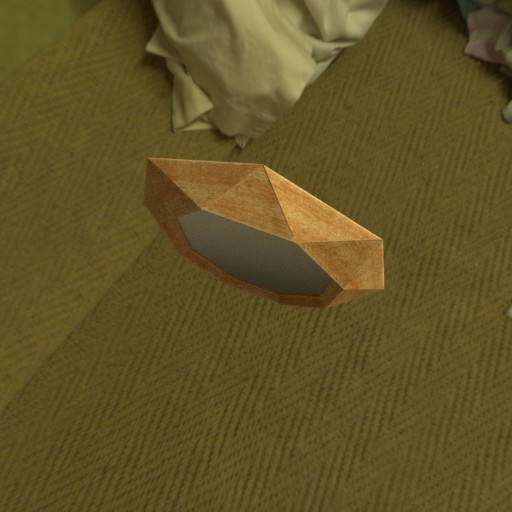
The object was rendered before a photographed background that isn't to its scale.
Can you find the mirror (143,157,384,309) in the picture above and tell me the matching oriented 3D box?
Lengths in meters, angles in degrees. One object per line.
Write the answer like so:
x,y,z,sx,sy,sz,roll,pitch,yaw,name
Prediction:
0.000,0.000,0.990,0.577,0.774,0.070,20,75,5,mirror
